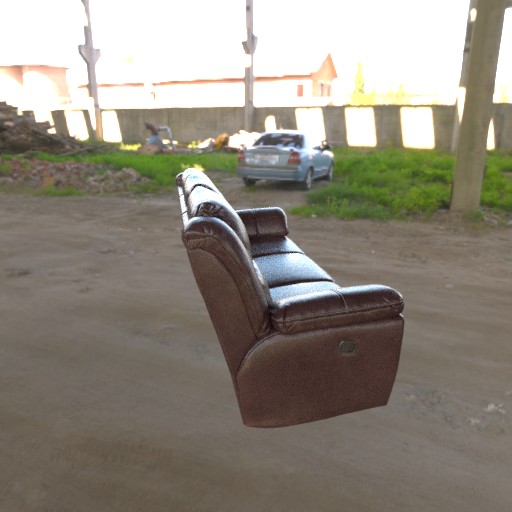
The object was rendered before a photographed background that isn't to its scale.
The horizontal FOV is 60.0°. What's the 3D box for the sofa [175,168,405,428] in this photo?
[{"bbox_3d":[0.000,0.000,2.943,0.991,1.043,2.337,-3,16,-10],"label":"sofa"}]
